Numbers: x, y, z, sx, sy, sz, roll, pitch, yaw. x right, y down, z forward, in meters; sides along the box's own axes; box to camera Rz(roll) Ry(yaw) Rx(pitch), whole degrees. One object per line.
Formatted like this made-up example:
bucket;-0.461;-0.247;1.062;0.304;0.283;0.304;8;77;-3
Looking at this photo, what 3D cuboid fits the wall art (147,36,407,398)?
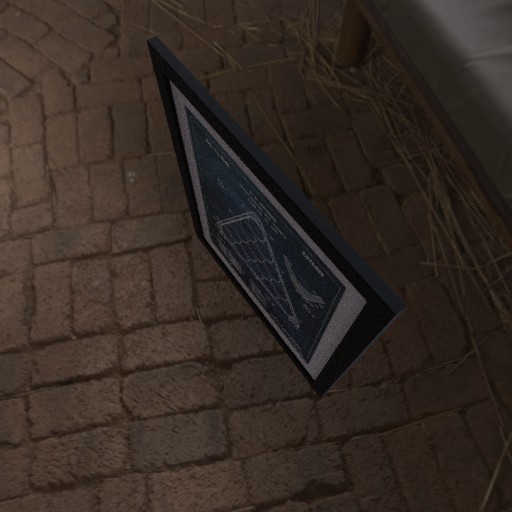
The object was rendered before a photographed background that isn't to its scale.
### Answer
wall art;0.000;0.000;0.498;0.010;0.361;0.311;-33;69;-15
